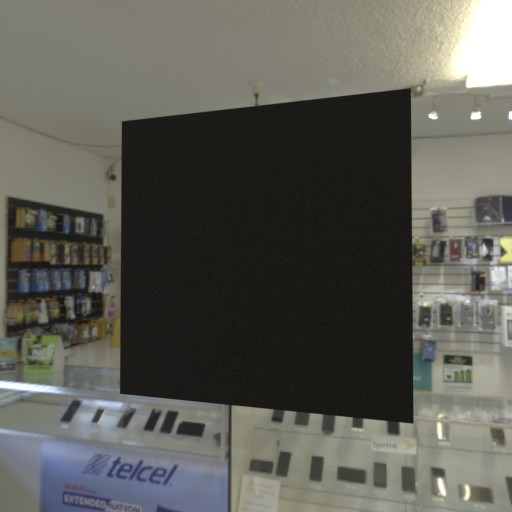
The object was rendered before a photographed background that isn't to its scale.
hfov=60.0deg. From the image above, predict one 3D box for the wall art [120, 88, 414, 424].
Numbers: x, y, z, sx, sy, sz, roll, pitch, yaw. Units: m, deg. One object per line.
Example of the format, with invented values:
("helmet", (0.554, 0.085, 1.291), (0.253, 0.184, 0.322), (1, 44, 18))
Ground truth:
("wall art", (0.000, 0.000, 0.464), (0.308, 0.305, 0.030), (0, -1, 18))
